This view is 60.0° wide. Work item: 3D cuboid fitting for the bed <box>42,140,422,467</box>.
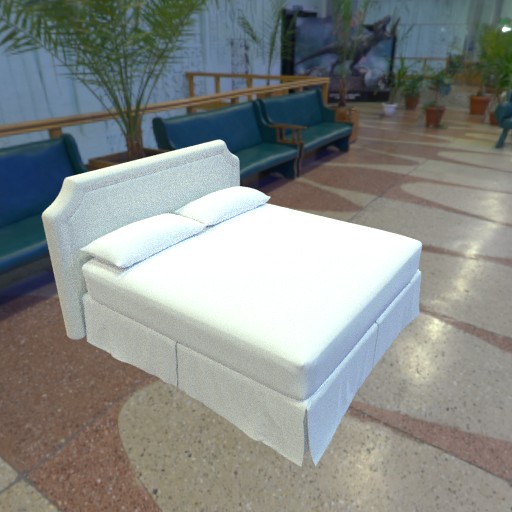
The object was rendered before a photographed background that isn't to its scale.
[{"bbox_3d":[0.000,0.000,3.495,2.204,1.301,2.160,17,31,32],"label":"bed"}]
